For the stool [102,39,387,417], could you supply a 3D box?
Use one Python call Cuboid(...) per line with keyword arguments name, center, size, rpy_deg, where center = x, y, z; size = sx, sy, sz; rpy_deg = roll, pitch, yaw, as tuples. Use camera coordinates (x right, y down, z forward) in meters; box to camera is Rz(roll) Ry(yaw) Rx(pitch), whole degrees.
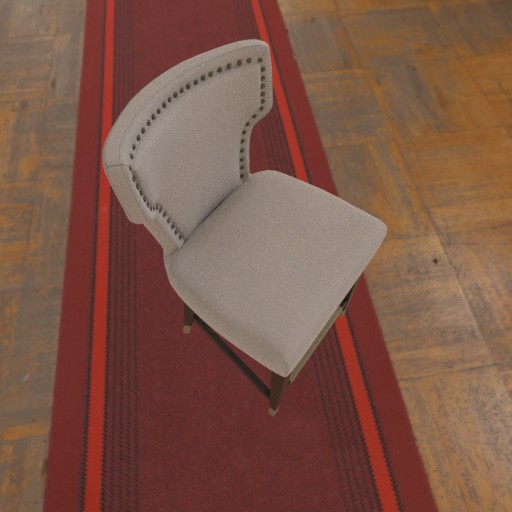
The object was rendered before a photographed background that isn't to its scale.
Cuboid(name="stool", center=(0.000, 0.000, 1.300), size=(0.563, 0.982, 0.527), rpy_deg=(32, 63, 19))
